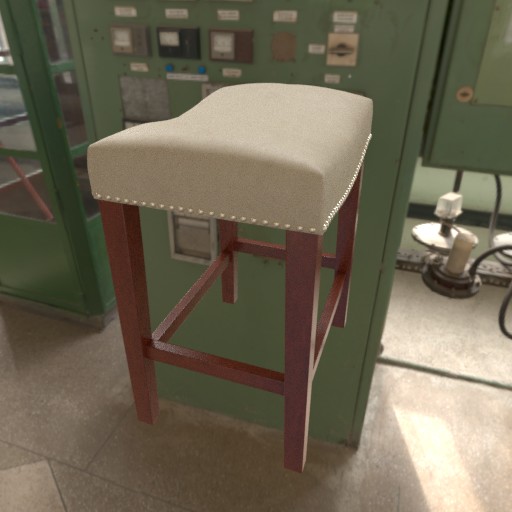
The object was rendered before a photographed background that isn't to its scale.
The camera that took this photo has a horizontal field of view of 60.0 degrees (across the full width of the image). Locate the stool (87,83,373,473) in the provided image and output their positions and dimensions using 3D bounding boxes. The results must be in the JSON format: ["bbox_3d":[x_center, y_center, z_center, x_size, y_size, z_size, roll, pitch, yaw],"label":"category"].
[{"bbox_3d":[0.000,0.000,0.951,0.375,0.632,0.509,10,32,17],"label":"stool"}]
